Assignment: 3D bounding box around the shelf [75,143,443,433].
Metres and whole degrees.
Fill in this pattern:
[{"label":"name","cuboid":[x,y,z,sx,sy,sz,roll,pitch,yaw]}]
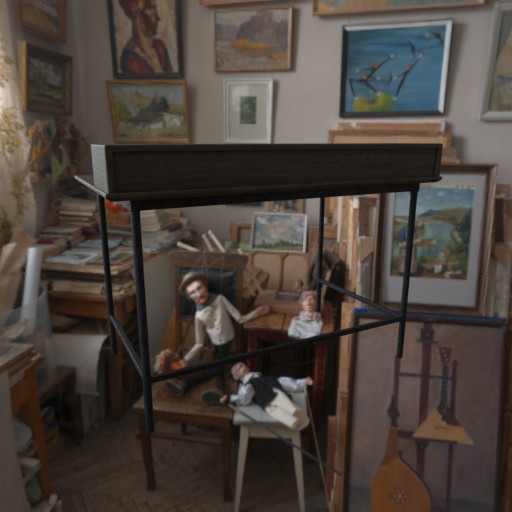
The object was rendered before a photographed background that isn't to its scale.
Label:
[{"label":"shelf","cuboid":[0.000,0.000,1.757,1.212,0.865,0.685,-8,16,-27]}]
